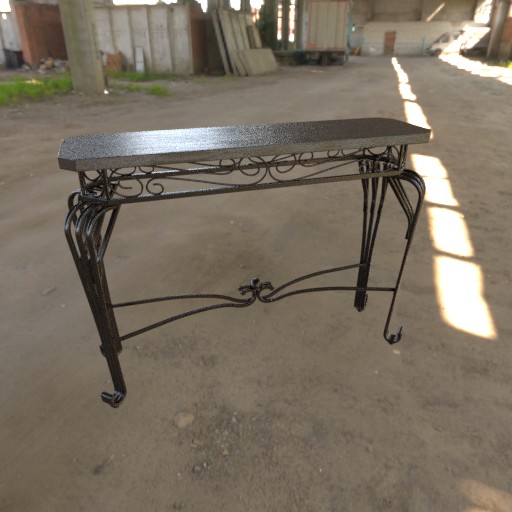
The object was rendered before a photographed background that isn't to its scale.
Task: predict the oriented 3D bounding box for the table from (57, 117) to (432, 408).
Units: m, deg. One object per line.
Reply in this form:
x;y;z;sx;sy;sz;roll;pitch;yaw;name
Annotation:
0.000;0.000;1.482;1.112;0.800;0.329;-8;28;-16;table
